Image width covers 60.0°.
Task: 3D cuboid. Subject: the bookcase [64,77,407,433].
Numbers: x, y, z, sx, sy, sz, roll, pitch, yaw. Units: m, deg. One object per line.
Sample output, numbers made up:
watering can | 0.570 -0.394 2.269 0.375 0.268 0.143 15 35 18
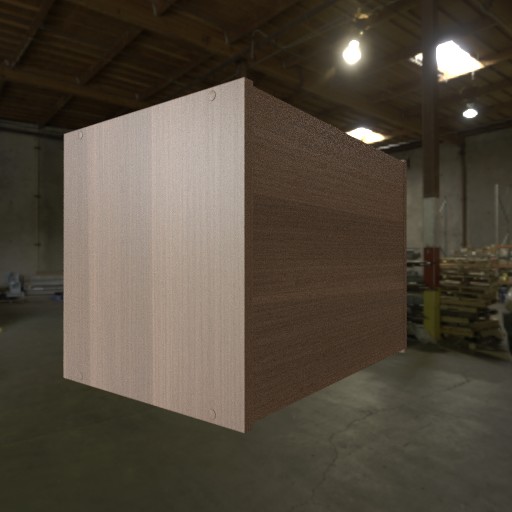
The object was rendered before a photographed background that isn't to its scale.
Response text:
bookcase | 0.000 0.000 0.631 0.290 0.305 0.415 0 0 37
